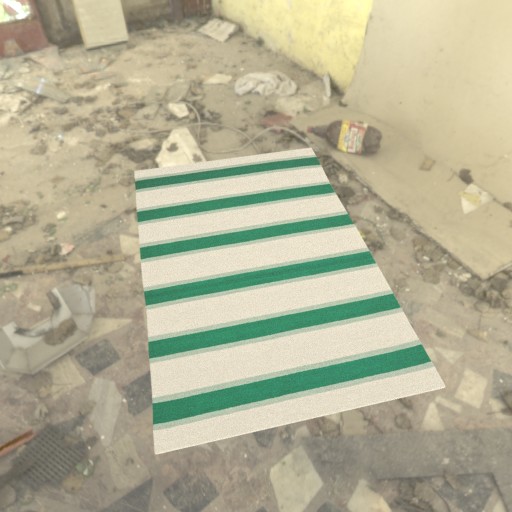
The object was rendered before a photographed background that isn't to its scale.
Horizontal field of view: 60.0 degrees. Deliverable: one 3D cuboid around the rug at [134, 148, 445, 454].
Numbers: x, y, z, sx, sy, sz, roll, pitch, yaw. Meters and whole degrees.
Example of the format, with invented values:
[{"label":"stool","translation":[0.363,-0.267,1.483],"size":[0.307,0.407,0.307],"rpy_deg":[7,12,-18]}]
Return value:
[{"label":"rug","translation":[0.000,0.000,2.375],"size":[1.210,0.012,1.829],"rpy_deg":[-10,48,-9]}]
